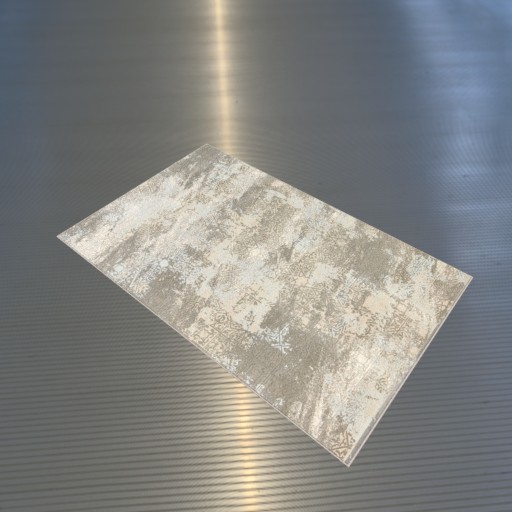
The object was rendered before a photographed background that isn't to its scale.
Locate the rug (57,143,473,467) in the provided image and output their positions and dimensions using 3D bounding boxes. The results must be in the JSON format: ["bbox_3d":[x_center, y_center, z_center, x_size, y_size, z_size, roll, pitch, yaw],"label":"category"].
[{"bbox_3d":[0.000,0.000,3.037,2.431,0.012,1.536,32,55,26],"label":"rug"}]
